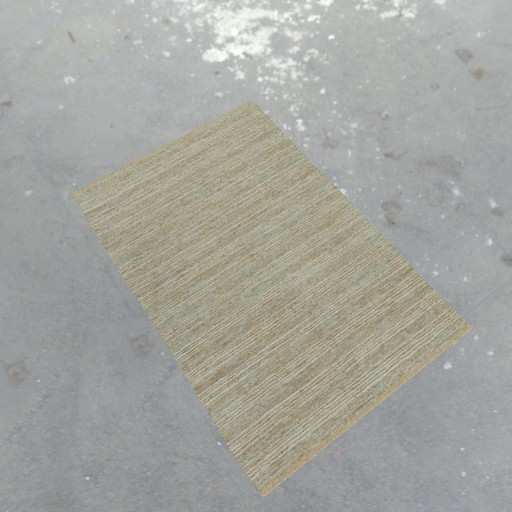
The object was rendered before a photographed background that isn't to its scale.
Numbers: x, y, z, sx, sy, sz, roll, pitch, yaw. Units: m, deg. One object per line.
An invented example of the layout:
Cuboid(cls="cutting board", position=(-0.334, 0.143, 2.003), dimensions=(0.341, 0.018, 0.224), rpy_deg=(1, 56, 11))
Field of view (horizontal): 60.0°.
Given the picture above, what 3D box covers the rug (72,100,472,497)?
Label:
Cuboid(cls="rug", position=(0.000, 0.000, 2.292), dimensions=(1.240, 0.010, 1.824), rpy_deg=(-32, 67, -15))
